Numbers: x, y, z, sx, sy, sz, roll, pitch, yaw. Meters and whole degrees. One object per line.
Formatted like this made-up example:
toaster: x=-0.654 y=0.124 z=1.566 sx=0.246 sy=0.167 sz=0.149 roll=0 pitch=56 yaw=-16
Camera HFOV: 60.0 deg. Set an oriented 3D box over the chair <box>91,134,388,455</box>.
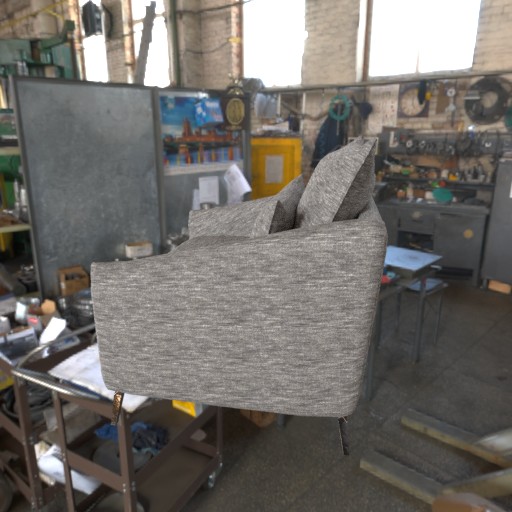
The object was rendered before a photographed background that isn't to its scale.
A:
chair: x=0.000 y=0.000 z=1.598 sx=0.805 sy=0.842 sz=1.004 roll=3 pitch=16 yaw=10
